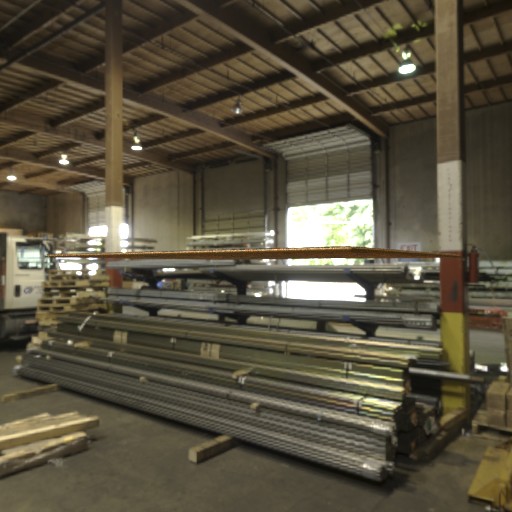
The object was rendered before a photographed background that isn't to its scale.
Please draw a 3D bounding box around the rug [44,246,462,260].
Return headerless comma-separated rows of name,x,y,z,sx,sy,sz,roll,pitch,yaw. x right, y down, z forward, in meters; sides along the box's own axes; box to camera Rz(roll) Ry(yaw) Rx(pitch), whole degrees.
rug,0.000,0.000,4.126,3.040,0.031,2.435,-1,-1,37
